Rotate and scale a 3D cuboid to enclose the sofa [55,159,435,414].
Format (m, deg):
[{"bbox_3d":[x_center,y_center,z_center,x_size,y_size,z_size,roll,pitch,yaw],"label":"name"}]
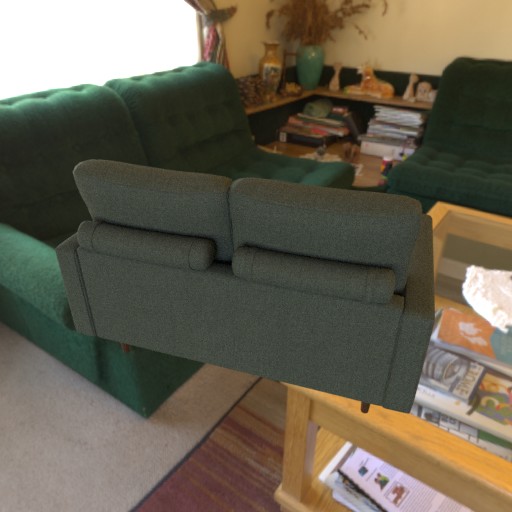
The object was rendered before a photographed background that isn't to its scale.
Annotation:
[{"bbox_3d":[0.000,0.000,1.906,1.407,0.907,0.842,10,32,16],"label":"sofa"}]
